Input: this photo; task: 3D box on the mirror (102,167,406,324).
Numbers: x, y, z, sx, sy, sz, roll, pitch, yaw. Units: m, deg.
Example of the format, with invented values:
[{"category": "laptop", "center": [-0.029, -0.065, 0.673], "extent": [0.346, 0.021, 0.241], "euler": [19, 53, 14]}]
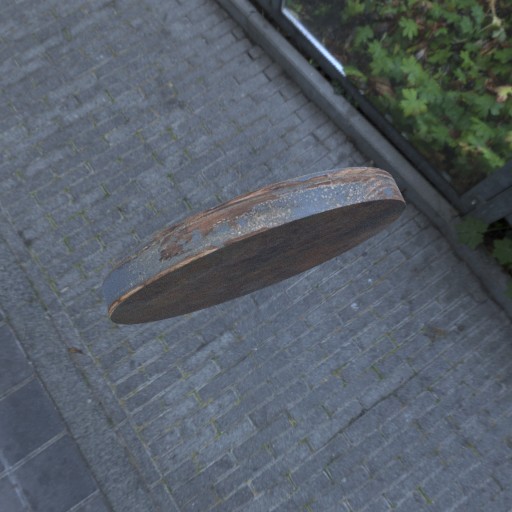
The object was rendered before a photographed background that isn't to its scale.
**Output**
[{"category": "mirror", "center": [0.000, 0.000, 0.872], "extent": [0.585, 0.585, 0.061], "euler": [-21, 79, -4]}]
